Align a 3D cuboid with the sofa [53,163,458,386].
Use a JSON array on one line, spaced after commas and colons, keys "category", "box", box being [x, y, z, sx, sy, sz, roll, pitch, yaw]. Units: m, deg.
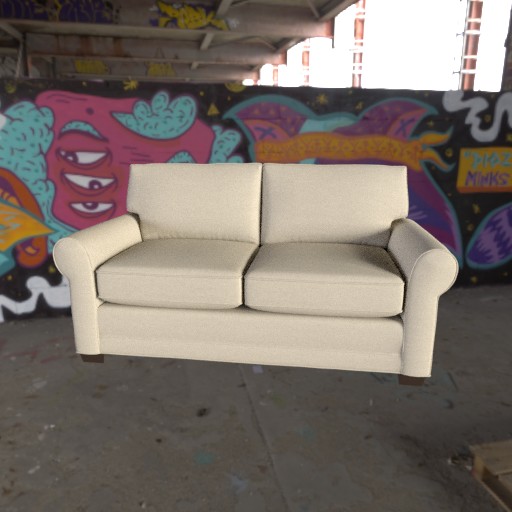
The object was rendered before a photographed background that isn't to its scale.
[{"category": "sofa", "box": [0.000, 0.000, 2.319, 1.774, 0.933, 0.861, 2, 14, 8]}]
